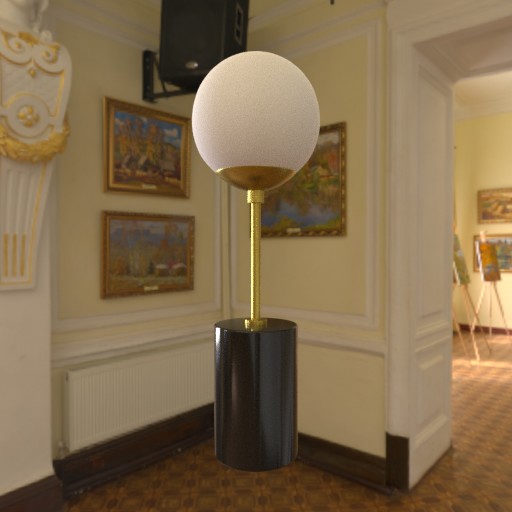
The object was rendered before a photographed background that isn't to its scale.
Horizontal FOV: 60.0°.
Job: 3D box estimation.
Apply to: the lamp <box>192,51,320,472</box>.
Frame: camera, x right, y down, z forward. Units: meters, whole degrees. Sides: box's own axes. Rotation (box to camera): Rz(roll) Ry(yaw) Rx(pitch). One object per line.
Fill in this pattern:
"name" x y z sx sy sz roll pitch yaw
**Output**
"lamp" 0.000 0.000 0.540 0.153 0.480 0.153 0 1 0
